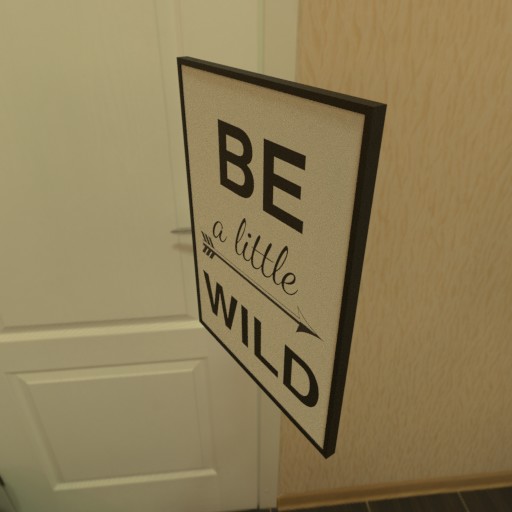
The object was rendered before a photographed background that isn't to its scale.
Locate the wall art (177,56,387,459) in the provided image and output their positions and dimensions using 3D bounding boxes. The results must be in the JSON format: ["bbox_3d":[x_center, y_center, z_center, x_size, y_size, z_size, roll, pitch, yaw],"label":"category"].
[{"bbox_3d":[0.000,0.000,1.386,0.038,1.062,0.806,-20,37,-29],"label":"wall art"}]
